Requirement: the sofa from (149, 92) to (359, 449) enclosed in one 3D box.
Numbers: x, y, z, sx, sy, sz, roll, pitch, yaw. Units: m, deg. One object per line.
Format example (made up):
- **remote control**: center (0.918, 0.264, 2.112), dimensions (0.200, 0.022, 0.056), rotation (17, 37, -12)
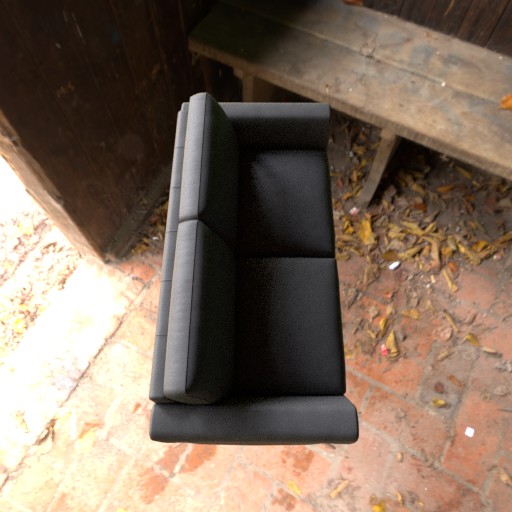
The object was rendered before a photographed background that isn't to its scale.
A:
- **sofa**: center (0.000, 0.000, 2.557), dimensions (0.953, 0.875, 2.017), rotation (0, 65, 0)
